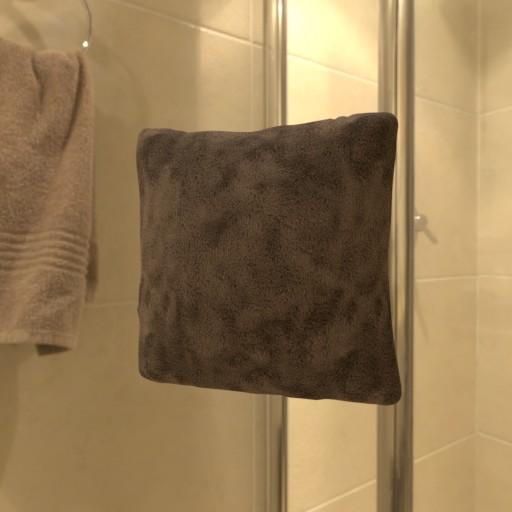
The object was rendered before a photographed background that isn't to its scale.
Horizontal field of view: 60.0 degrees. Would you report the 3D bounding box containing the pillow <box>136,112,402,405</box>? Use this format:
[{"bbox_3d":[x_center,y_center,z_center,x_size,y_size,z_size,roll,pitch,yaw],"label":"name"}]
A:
[{"bbox_3d":[0.000,0.000,0.832,0.522,0.520,0.204,0,1,17],"label":"pillow"}]
